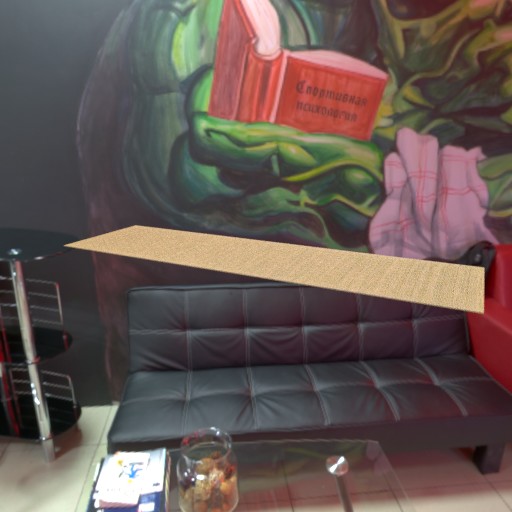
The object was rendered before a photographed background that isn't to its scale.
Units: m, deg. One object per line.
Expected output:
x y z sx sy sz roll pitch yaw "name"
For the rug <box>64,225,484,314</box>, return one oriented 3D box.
0.000 0.000 2.641 2.437 0.006 0.686 8 18 25 "rug"
